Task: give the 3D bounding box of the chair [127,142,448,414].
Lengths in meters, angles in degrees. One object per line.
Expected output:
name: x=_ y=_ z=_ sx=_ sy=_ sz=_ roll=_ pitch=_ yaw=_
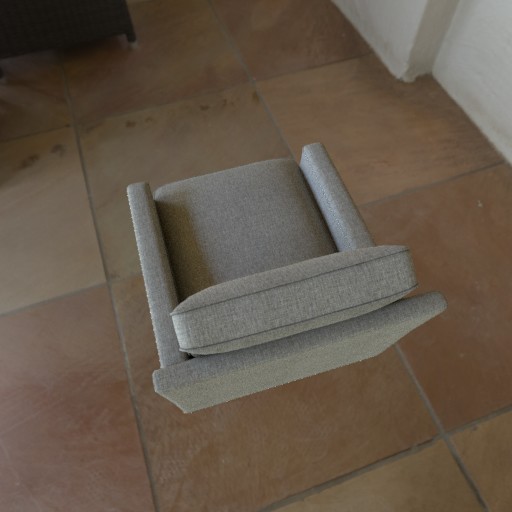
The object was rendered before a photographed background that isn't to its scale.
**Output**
chair: x=0.000 y=0.000 z=1.721 sx=0.853 sy=0.943 sz=1.014 roll=-14 pitch=60 yaw=-9
